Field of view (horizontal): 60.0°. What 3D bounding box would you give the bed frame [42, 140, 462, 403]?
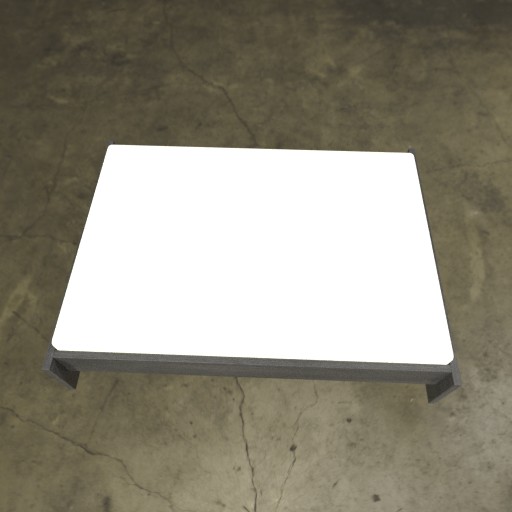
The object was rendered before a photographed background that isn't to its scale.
[{"bbox_3d":[0.000,0.000,2.562,1.950,0.432,1.490,2,59,1],"label":"bed frame"}]
